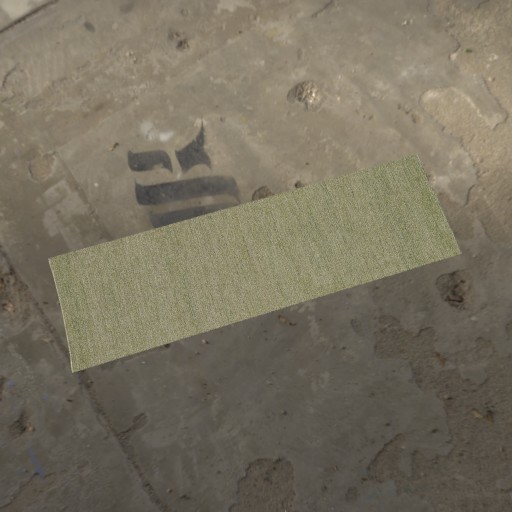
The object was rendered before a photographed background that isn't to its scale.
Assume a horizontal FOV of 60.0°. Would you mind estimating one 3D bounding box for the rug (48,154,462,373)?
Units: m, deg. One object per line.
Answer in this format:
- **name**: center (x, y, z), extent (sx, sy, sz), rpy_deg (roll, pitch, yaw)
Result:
- **rug**: center (0.000, 0.000, 2.606), extent (2.340, 0.013, 0.686), rpy_deg (-16, 75, -5)
